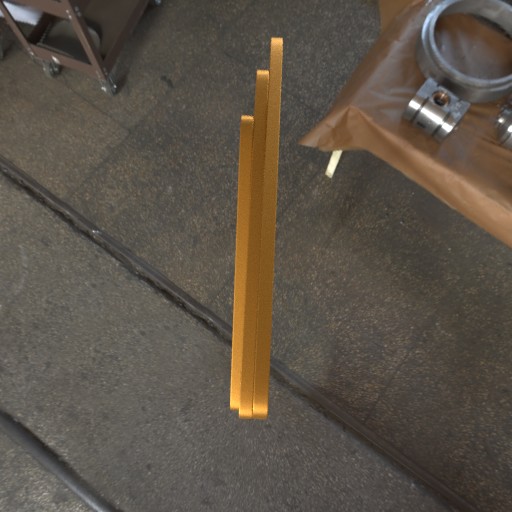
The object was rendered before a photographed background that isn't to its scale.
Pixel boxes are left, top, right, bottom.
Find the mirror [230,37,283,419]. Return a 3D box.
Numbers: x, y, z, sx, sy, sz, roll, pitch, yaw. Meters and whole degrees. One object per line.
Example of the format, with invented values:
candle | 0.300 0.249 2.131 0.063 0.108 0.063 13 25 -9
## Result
mirror | 0.000 0.000 0.711 0.045 0.468 0.470 3 74 1
